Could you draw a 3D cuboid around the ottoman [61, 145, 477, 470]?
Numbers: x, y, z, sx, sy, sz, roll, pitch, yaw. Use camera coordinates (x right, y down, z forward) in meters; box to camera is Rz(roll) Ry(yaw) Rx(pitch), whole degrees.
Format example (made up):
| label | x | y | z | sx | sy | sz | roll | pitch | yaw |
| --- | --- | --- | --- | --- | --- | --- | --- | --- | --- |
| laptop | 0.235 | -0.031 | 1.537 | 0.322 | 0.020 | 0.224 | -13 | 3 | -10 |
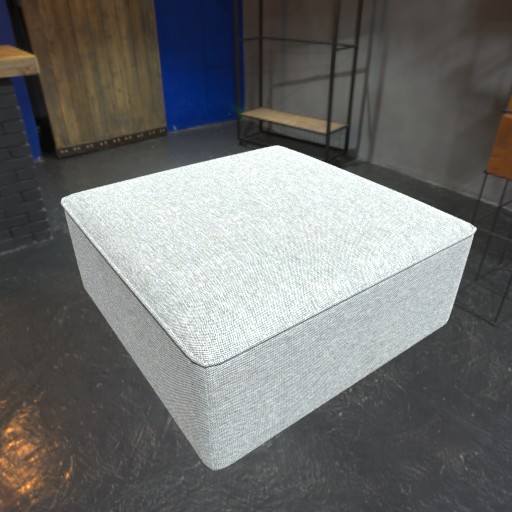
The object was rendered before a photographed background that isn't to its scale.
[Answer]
| label | x | y | z | sx | sy | sz | roll | pitch | yaw |
| --- | --- | --- | --- | --- | --- | --- | --- | --- | --- |
| ottoman | 0.000 | 0.000 | 1.554 | 1.005 | 0.455 | 1.005 | -21 | 38 | -30 |
